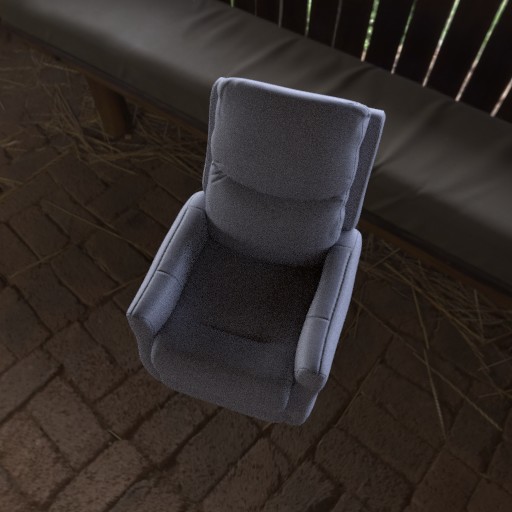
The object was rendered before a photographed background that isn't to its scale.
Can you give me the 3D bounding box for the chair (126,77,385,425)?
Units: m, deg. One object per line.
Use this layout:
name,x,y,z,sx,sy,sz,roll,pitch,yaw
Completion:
chair,0.000,0.000,1.830,0.829,1.030,1.080,15,59,10
